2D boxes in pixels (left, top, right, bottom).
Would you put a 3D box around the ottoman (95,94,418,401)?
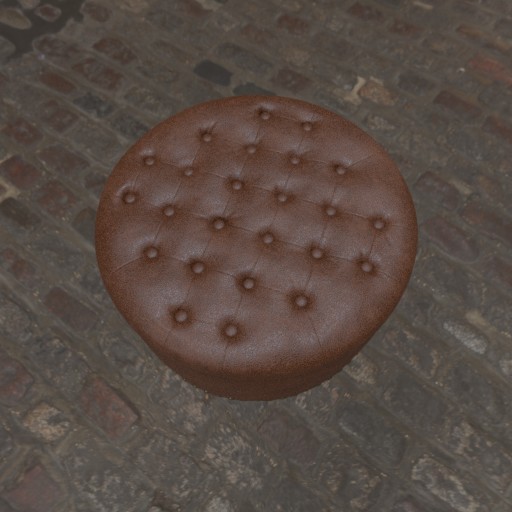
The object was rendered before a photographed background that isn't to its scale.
[{"bbox_3d":[0.000,0.000,1.048,0.637,0.442,0.637,0,64,0],"label":"ottoman"}]
